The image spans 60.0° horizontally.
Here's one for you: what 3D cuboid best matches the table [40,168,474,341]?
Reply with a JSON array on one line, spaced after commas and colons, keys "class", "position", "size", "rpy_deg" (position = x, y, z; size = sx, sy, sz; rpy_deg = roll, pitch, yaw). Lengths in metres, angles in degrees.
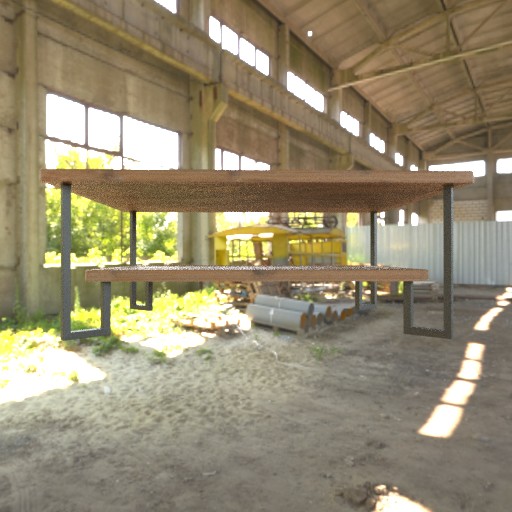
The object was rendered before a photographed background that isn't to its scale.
[{"class": "table", "position": [0.000, 0.000, 1.697], "size": [1.238, 0.492, 0.877], "rpy_deg": [0, 0, -1]}]
